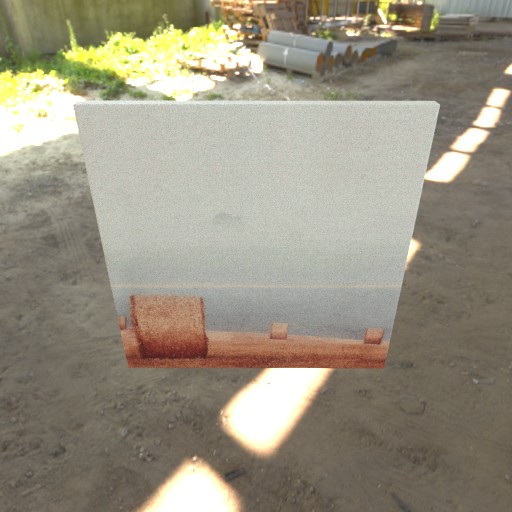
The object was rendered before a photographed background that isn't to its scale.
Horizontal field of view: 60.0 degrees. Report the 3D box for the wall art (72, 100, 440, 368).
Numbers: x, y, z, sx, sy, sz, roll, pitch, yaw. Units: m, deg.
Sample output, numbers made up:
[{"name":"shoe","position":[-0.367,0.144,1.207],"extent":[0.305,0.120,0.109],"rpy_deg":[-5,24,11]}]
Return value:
[{"name":"wall art","position":[0.000,0.000,0.603],"extent":[0.405,0.405,0.023],"rpy_deg":[0,32,0]}]
